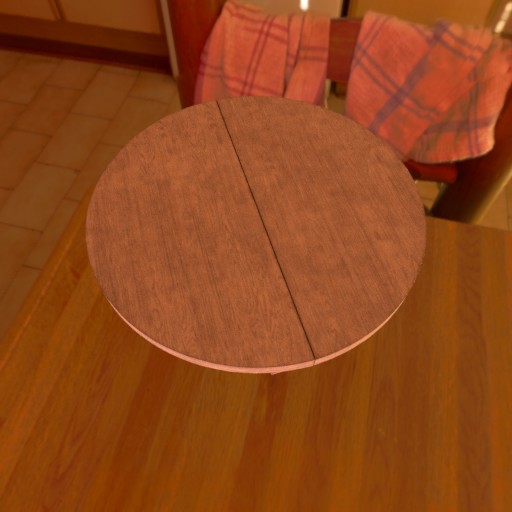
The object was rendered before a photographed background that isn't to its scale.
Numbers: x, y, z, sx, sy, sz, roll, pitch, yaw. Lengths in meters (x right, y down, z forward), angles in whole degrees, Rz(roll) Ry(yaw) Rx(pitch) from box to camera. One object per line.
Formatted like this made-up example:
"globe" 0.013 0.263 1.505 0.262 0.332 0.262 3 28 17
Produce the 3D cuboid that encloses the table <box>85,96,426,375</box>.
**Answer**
"table" 0.000 0.000 2.132 1.363 0.781 1.363 0 57 0
